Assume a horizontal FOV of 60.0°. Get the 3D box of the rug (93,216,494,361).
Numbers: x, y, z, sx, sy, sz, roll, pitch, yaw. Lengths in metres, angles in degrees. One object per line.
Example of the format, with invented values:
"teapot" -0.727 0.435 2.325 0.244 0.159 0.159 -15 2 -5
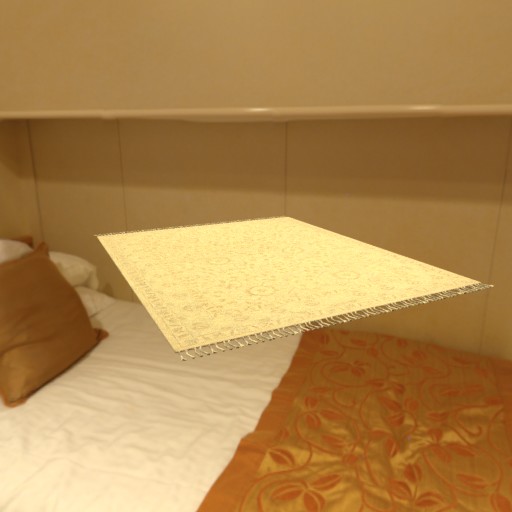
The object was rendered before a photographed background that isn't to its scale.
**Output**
"rug" 0.000 0.000 4.051 2.444 0.013 3.043 -8 18 -26
